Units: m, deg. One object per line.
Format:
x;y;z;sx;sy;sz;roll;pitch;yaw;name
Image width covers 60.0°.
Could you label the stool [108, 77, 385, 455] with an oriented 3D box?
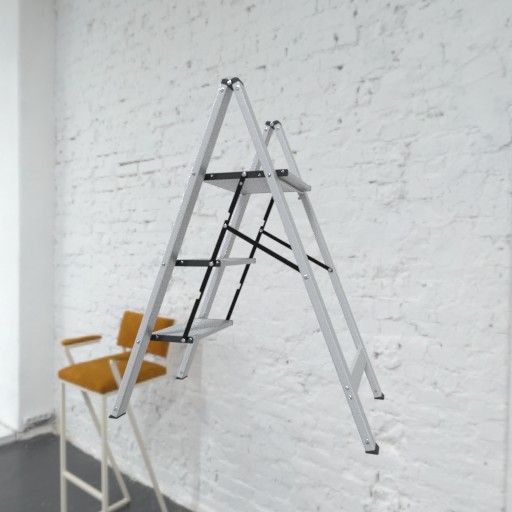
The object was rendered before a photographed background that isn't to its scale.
0.000;0.000;1.327;0.730;0.902;0.441;0;1;18;stool
